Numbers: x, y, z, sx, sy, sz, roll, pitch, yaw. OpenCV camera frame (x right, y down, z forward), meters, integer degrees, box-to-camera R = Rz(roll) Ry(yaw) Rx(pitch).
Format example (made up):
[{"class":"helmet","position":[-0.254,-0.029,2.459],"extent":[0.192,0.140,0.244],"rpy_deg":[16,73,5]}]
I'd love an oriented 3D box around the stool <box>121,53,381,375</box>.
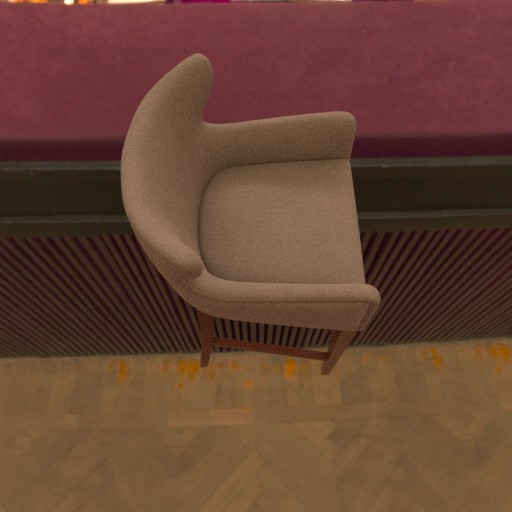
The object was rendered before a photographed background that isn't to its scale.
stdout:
[{"class":"stool","position":[0.000,0.000,1.389],"extent":[0.575,1.047,0.575],"rpy_deg":[0,63,0]}]
